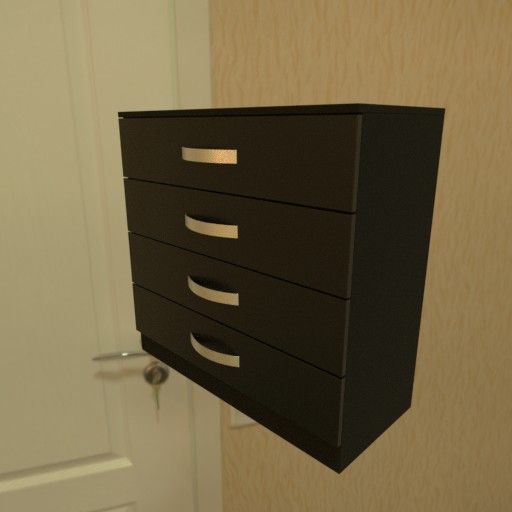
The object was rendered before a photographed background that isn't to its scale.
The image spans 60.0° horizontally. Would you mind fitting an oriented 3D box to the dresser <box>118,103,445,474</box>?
[{"bbox_3d":[0.000,0.000,1.151,0.750,0.720,0.360,16,23,42],"label":"dresser"}]
